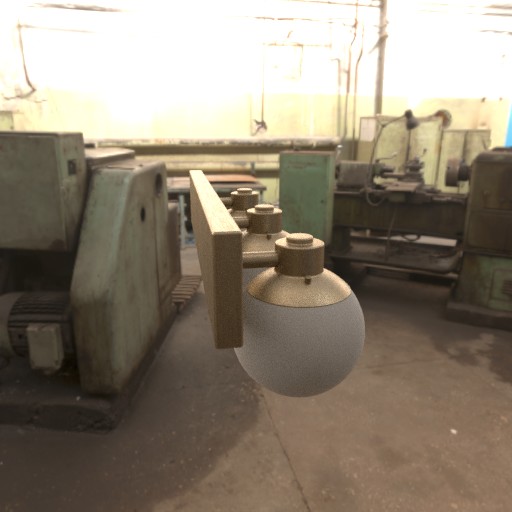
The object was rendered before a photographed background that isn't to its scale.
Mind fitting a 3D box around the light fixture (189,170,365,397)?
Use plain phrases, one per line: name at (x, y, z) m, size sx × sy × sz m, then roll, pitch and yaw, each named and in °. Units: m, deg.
light fixture at (0.000, 0.000, 0.845) m, size 0.218 × 0.263 × 0.721 m, roll -3°, pitch 16°, yaw -10°
